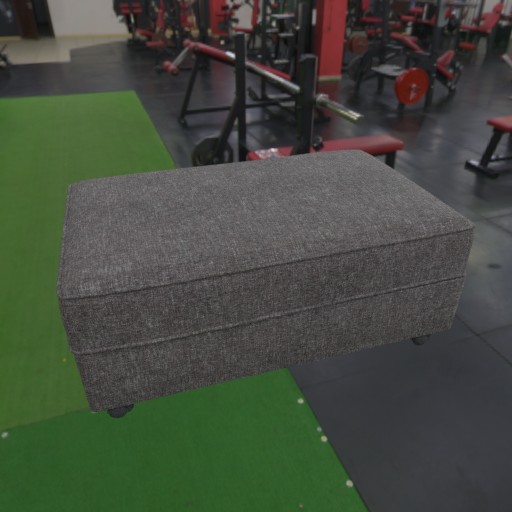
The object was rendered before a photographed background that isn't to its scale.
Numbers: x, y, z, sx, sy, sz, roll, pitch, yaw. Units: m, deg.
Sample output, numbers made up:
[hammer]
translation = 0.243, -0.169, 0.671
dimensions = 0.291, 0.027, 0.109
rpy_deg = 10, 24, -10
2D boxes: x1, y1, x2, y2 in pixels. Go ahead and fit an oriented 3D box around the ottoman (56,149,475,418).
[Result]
[ottoman]
translation = 0.000, 0.000, 1.517
dimensions = 1.184, 0.487, 0.717
rpy_deg = -9, 34, -14
